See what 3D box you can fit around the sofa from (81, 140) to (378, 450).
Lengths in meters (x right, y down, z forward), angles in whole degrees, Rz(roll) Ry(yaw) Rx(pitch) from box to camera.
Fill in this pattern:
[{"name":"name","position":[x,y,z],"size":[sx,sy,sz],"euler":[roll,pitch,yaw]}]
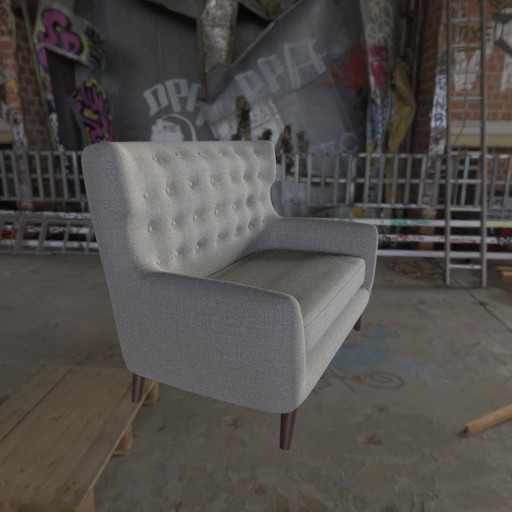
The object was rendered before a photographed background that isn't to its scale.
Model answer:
[{"name":"sofa","position":[0.000,0.000,2.045],"size":[0.884,1.028,1.386],"euler":[7,16,25]}]
